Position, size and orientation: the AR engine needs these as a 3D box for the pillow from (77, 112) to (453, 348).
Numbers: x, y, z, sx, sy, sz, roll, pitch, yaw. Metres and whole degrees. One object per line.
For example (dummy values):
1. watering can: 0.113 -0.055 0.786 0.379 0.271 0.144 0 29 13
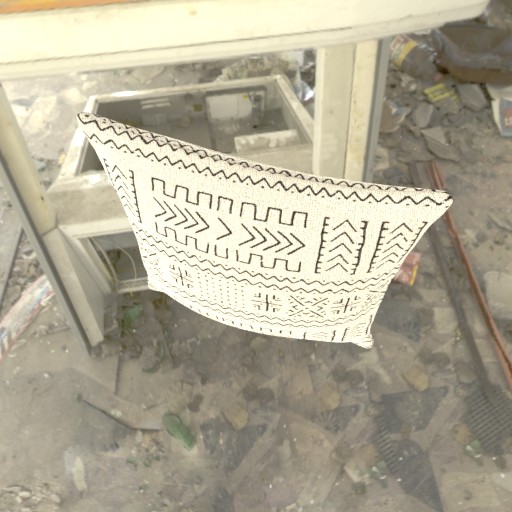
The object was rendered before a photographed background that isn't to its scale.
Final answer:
1. pillow: 0.000 0.000 0.662 0.438 0.430 0.164 14 59 9
